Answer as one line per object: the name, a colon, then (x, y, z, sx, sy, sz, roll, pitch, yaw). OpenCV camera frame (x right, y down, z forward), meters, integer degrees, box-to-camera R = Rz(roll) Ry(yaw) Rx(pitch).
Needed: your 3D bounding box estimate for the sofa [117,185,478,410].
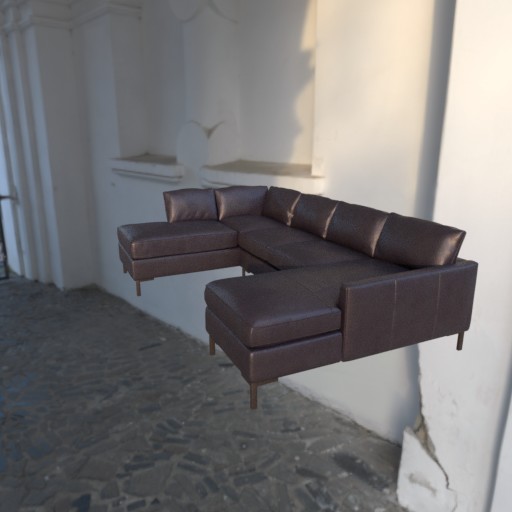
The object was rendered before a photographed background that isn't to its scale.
sofa: (0.000, 0.000, 3.900, 1.939, 0.900, 2.956, -7, 17, -24)
